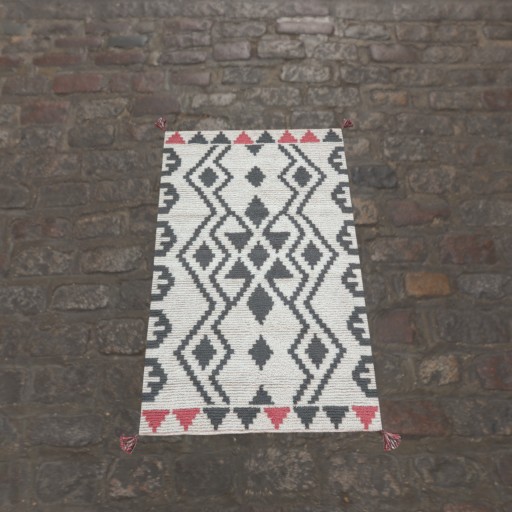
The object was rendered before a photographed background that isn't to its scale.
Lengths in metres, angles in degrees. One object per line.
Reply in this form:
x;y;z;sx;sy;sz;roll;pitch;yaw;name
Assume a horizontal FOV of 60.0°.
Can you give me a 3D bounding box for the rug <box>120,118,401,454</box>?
0.000;0.000;3.276;1.741;0.066;2.672;-1;64;-1;rug
